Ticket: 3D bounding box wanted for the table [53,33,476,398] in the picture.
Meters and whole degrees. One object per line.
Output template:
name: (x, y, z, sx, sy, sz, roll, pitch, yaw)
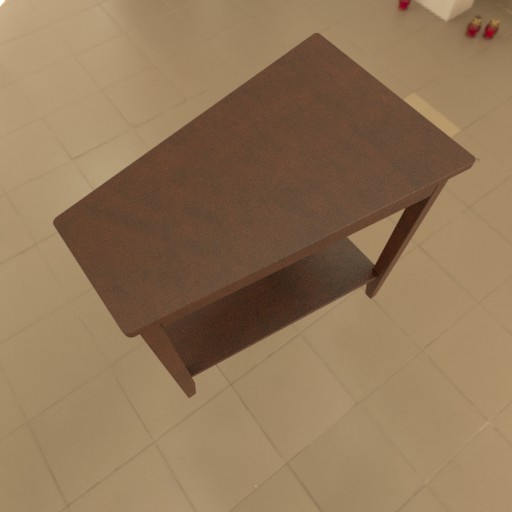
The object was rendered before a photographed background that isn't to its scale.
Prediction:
table: (0.000, 0.000, 0.971, 0.605, 0.589, 0.399, -34, 68, -16)
